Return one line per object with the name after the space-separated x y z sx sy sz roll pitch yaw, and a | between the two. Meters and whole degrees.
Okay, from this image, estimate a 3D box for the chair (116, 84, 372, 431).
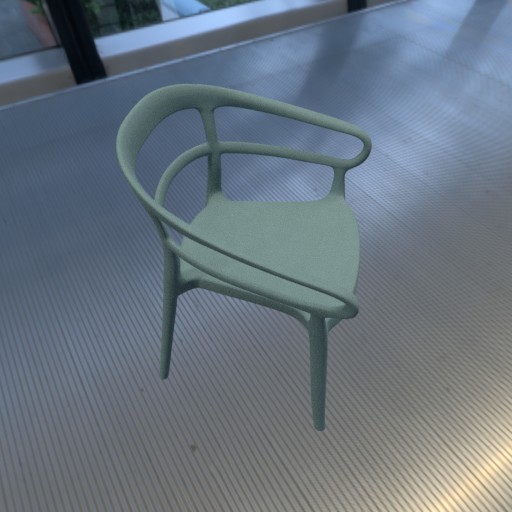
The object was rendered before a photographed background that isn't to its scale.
0.000 0.000 1.150 0.527 0.761 0.559 9 47 9 | chair
